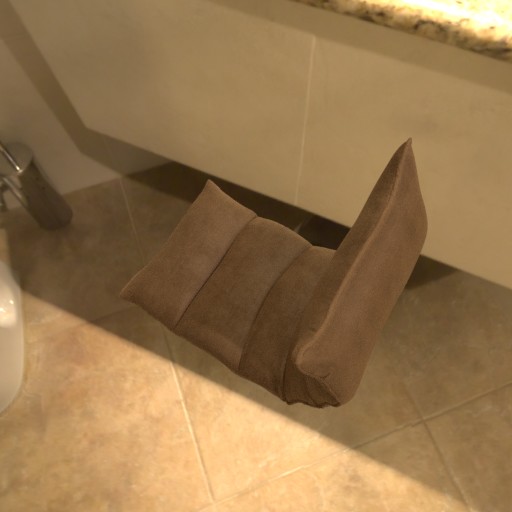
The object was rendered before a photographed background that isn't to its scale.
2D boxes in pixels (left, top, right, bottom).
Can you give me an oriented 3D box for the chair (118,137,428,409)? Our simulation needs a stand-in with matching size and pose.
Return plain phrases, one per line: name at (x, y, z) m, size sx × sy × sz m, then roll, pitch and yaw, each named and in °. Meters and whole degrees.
chair at (0.000, 0.000, 1.559) m, size 0.985 × 0.892 × 0.714 m, roll 30°, pitch 68°, yaw 14°
